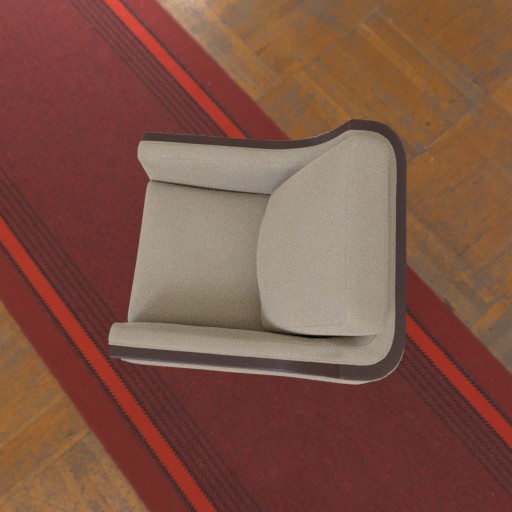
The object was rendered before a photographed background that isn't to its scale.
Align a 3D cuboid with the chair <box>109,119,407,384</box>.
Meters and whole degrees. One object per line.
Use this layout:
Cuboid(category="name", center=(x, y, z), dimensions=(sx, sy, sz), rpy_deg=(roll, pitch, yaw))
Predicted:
Cuboid(category="chair", center=(0.000, 0.000, 1.686), dimensions=(0.950, 0.930, 0.870), rpy_deg=(5, 77, 1))
